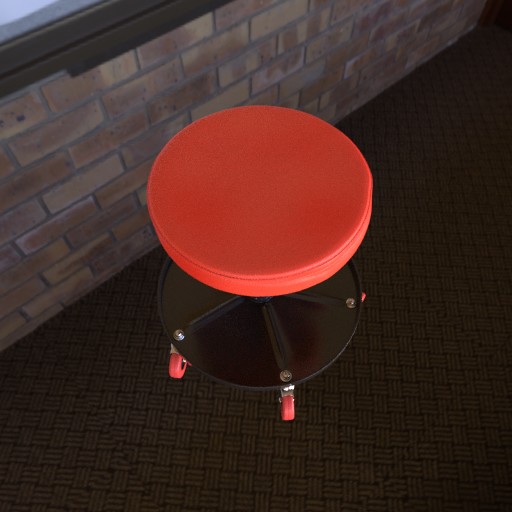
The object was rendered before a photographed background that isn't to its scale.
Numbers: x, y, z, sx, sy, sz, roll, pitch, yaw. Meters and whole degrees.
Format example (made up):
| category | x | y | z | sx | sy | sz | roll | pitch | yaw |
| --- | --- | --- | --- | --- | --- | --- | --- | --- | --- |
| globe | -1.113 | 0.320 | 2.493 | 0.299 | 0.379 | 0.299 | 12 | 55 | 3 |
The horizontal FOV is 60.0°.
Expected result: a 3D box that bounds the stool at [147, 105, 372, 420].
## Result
| category | x | y | z | sx | sy | sz | roll | pitch | yaw |
| --- | --- | --- | --- | --- | --- | --- | --- | --- | --- |
| stool | 0.000 | 0.000 | 0.686 | 0.382 | 0.365 | 0.381 | 14 | 60 | 8 |
